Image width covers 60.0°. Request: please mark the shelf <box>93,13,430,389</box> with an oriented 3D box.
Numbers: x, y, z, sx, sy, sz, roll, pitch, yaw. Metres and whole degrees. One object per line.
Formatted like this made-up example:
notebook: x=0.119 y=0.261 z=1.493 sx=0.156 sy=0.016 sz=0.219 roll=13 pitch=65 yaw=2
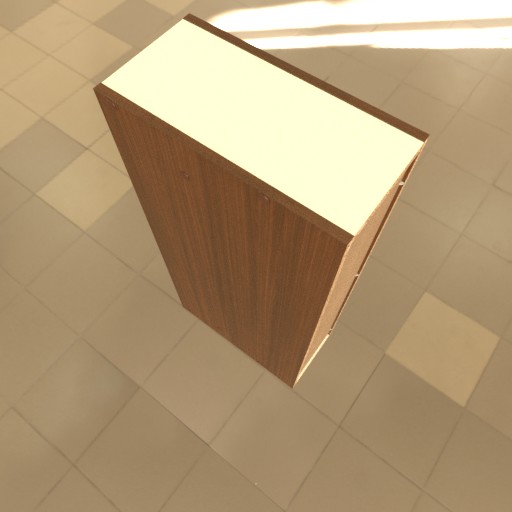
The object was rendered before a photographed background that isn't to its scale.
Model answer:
shelf: x=0.000 y=0.000 z=0.685 sx=0.290 sy=0.600 sz=0.147 roll=34 pitch=68 yaw=16
